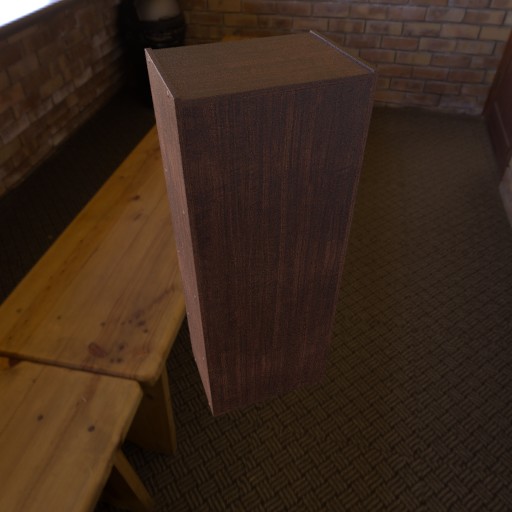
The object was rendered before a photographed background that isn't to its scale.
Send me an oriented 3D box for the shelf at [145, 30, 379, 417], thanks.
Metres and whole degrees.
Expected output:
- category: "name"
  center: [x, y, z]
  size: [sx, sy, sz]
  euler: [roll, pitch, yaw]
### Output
- category: "shelf"
  center: [0.000, 0.000, 1.285]
  size: [0.415, 1.099, 0.290]
  euler: [-14, 44, -15]
